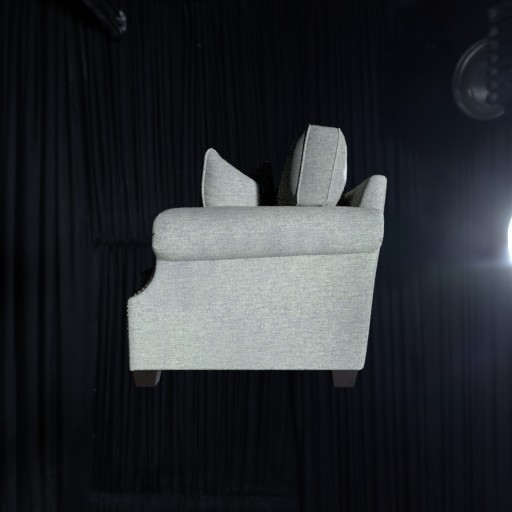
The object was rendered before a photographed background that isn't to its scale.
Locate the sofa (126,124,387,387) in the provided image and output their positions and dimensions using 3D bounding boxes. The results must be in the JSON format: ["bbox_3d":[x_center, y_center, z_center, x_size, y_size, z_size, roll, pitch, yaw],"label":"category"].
[{"bbox_3d":[0.000,0.000,2.383,0.966,0.966,1.701,0,0,0],"label":"sofa"}]
